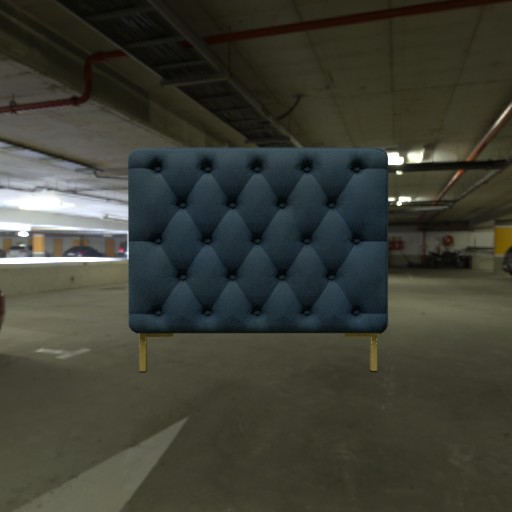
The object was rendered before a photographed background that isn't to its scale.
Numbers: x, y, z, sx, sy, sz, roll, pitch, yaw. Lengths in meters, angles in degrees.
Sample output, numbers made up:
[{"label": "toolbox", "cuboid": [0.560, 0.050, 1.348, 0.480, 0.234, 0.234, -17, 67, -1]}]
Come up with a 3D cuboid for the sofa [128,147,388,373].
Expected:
[{"label": "sofa", "cuboid": [0.000, 0.000, 2.562, 0.895, 0.771, 2.209, 0, 1, 0]}]
